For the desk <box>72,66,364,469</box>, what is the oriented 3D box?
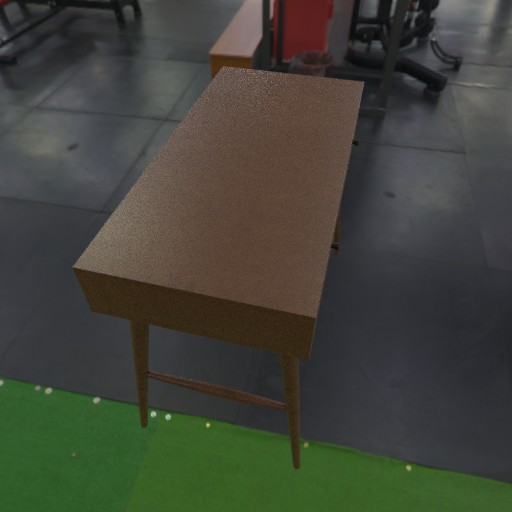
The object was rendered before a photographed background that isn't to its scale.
[{"bbox_3d":[0.000,0.000,1.396,0.510,0.758,0.949,11,47,10],"label":"desk"}]
